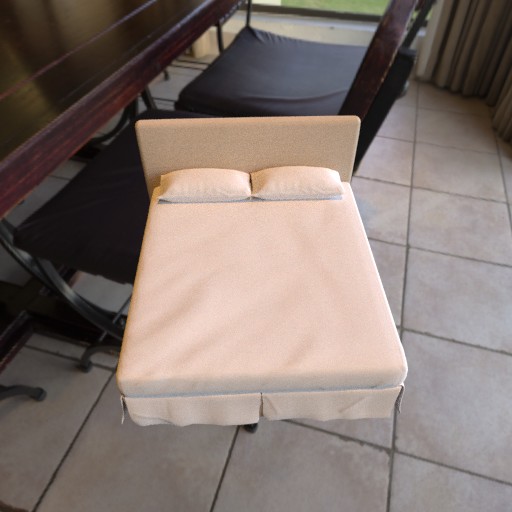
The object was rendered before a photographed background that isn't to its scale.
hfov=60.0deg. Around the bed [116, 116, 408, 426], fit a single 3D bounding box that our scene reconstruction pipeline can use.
[{"bbox_3d":[0.000,0.000,3.686,2.119,1.317,2.319,-2,45,-2],"label":"bed"}]
